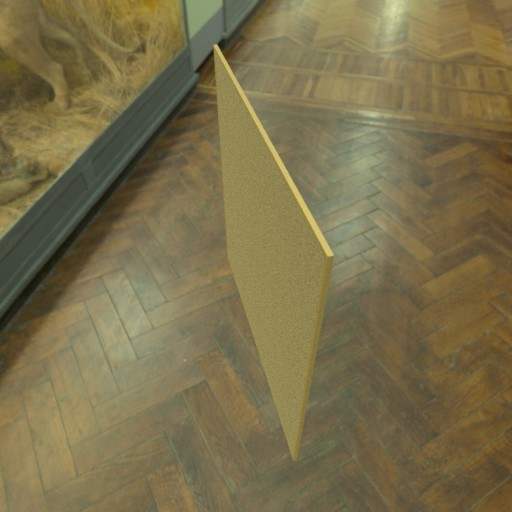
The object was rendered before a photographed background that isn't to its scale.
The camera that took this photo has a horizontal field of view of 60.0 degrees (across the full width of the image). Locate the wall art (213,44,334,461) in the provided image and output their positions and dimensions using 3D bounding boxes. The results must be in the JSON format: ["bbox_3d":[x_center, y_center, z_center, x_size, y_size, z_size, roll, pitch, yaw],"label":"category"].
[{"bbox_3d":[0.000,0.000,1.420,0.013,0.959,0.962,-11,47,-11],"label":"wall art"}]
